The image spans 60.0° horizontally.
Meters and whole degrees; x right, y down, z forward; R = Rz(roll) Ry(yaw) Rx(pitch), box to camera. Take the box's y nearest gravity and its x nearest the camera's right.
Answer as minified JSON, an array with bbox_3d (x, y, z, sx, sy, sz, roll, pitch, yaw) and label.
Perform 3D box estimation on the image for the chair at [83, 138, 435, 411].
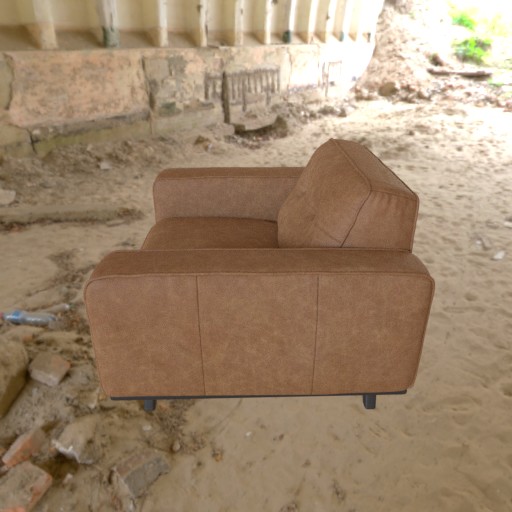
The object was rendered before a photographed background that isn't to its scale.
[{"bbox_3d":[0.000,0.000,1.714,0.952,0.782,1.118,0,26,-1],"label":"chair"}]
